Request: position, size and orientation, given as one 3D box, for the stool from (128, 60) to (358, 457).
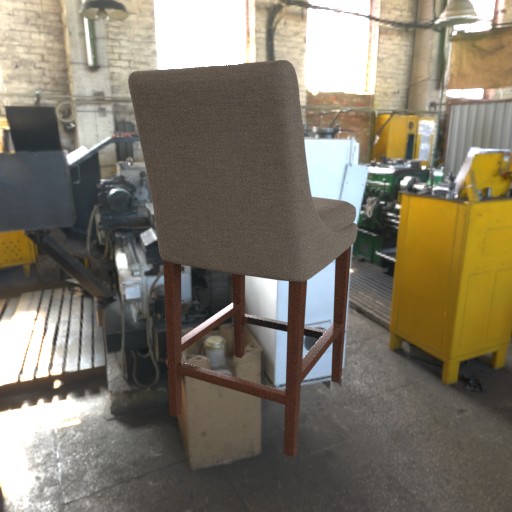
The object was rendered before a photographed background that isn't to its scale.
[{"bbox_3d":[0.000,0.000,1.305,0.470,0.981,0.577,8,18,26],"label":"stool"}]
